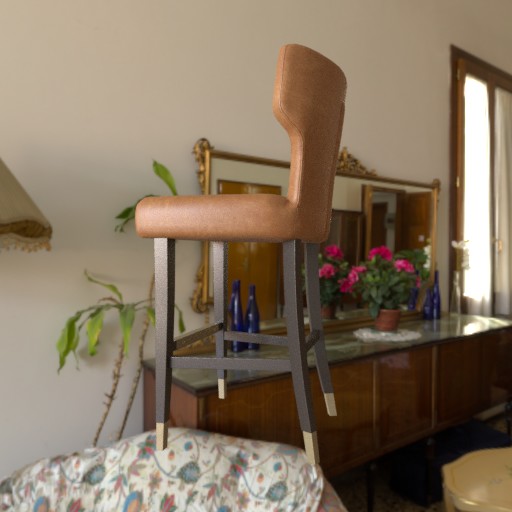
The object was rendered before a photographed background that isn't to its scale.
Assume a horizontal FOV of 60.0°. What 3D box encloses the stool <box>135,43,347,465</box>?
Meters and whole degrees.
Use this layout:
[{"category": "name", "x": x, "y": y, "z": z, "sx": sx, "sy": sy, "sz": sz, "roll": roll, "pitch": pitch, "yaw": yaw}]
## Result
[{"category": "stool", "x": 0.000, "y": 0.000, "z": 1.406, "sx": 0.563, "sy": 1.092, "sz": 0.526, "roll": 0, "pitch": 1, "yaw": 18}]
